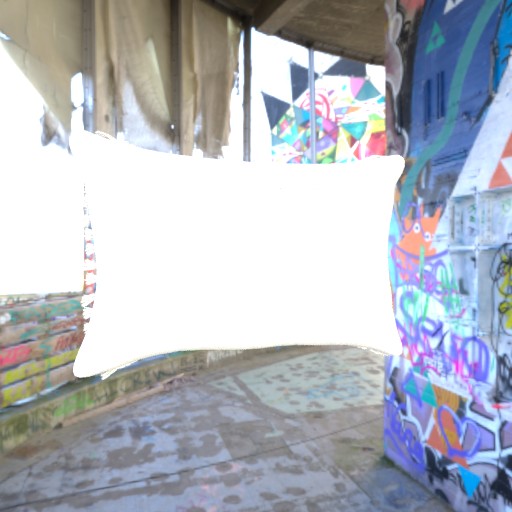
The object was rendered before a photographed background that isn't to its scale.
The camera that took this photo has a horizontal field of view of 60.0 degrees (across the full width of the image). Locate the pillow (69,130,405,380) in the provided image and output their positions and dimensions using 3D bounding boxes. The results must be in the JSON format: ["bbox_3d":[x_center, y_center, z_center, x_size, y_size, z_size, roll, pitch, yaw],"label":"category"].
[{"bbox_3d":[0.000,0.000,0.599,0.466,0.305,0.084,0,1,-17],"label":"pillow"}]
